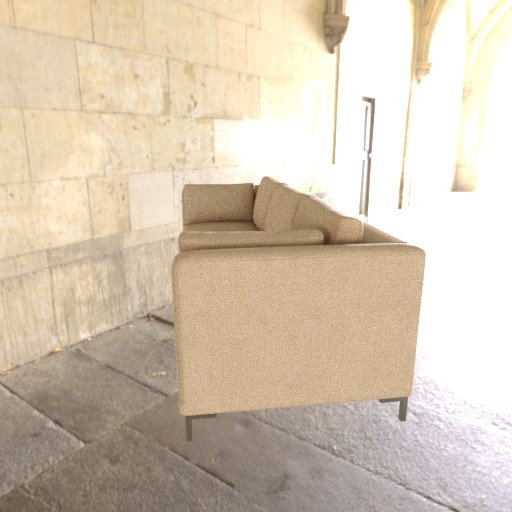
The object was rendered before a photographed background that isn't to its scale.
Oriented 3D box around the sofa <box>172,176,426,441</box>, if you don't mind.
[{"bbox_3d":[0.000,0.000,2.852,0.969,0.867,2.415,-2,15,-8],"label":"sofa"}]
